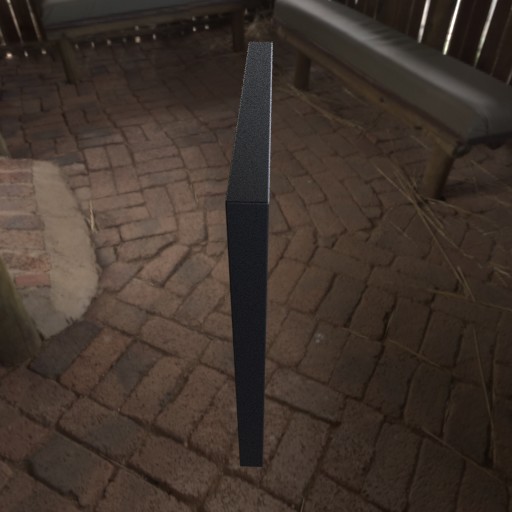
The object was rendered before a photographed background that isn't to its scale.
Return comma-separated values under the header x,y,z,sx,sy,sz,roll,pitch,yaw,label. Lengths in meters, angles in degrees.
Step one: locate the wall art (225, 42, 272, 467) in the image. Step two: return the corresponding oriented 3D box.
x,y,z,sx,sy,sz,roll,pitch,yaw,label
0.000,0.000,0.524,0.028,0.381,0.328,1,42,1,wall art
